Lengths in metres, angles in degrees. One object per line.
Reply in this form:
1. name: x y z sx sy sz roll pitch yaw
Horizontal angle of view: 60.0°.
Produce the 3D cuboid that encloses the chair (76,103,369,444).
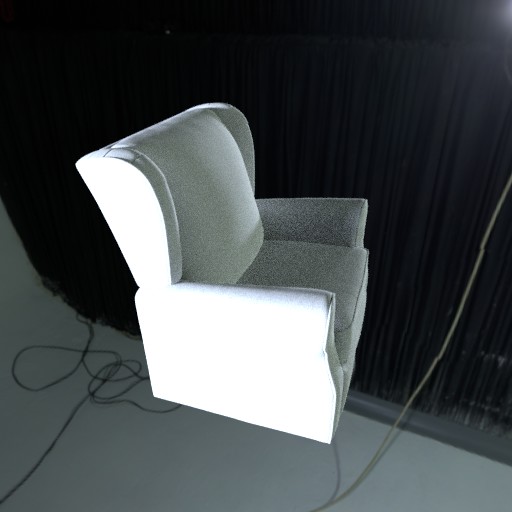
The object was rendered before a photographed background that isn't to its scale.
1. chair: 0.000 0.000 1.697 0.854 0.967 0.906 10 31 16
